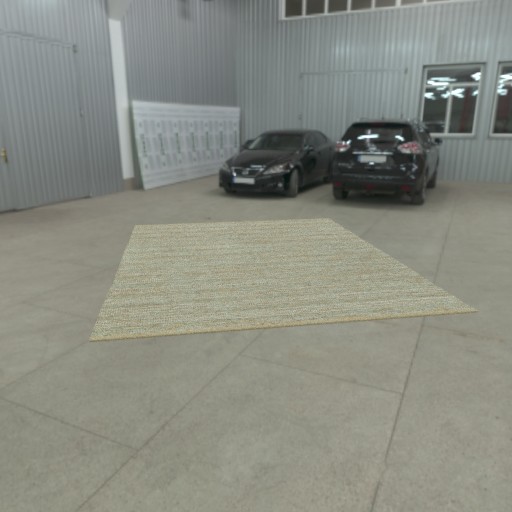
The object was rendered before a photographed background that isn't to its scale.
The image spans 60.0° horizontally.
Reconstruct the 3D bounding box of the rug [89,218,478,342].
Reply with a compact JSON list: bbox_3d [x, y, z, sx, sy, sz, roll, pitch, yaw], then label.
[{"bbox_3d":[0.000,0.000,4.155,2.471,0.012,3.034,-3,17,-9],"label":"rug"}]
